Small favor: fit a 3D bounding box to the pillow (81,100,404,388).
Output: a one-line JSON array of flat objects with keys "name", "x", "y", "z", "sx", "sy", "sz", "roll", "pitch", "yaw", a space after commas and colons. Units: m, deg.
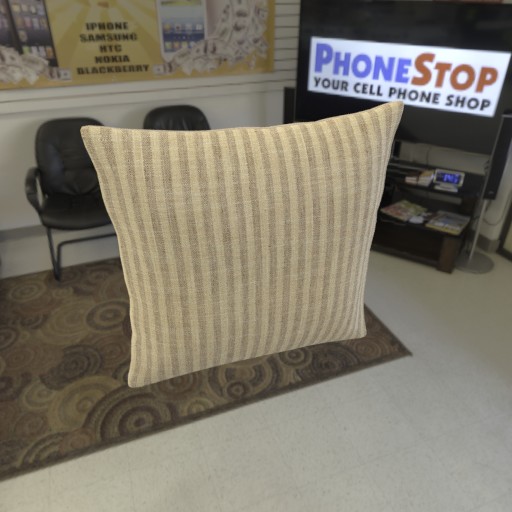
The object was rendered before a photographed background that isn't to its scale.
[{"name": "pillow", "x": 0.000, "y": 0.000, "z": 0.806, "sx": 0.523, "sy": 0.510, "sz": 0.166, "roll": -9, "pitch": 33, "yaw": -15}]
